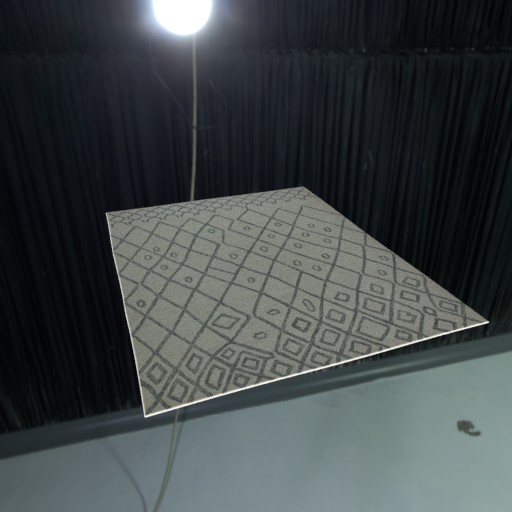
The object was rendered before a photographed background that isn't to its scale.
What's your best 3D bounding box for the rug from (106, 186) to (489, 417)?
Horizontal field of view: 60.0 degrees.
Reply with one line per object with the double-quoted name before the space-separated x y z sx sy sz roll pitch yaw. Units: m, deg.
"rug" 0.000 0.000 4.061 2.446 0.015 3.046 -10 30 -18
